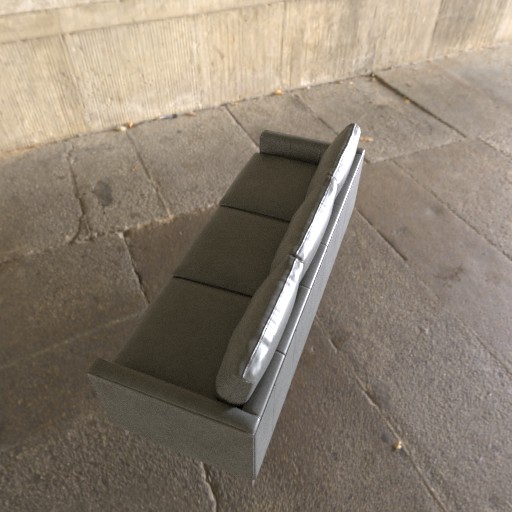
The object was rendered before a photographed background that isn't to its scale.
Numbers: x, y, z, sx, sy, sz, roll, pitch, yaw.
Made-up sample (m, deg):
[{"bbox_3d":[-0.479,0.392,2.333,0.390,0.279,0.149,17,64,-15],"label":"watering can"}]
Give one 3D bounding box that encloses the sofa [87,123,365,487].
[{"bbox_3d":[0.000,0.000,2.402,0.748,0.805,2.029,15,47,15],"label":"sofa"}]
